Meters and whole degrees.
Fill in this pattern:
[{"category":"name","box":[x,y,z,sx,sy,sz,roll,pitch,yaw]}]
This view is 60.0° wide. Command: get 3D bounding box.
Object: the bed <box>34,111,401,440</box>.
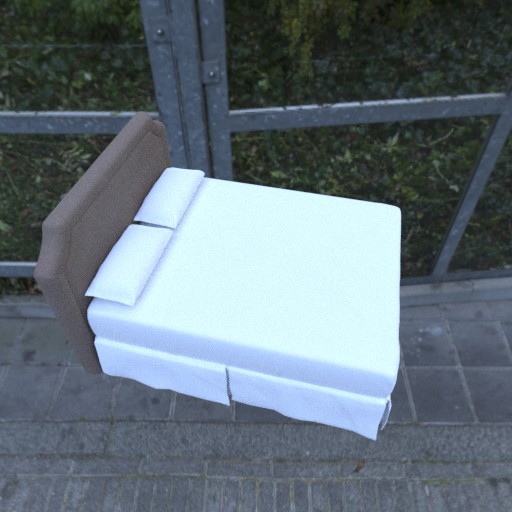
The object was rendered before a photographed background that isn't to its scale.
[{"category":"bed","box":[0.000,0.000,3.114,2.116,1.290,1.693,10,47,9]}]
